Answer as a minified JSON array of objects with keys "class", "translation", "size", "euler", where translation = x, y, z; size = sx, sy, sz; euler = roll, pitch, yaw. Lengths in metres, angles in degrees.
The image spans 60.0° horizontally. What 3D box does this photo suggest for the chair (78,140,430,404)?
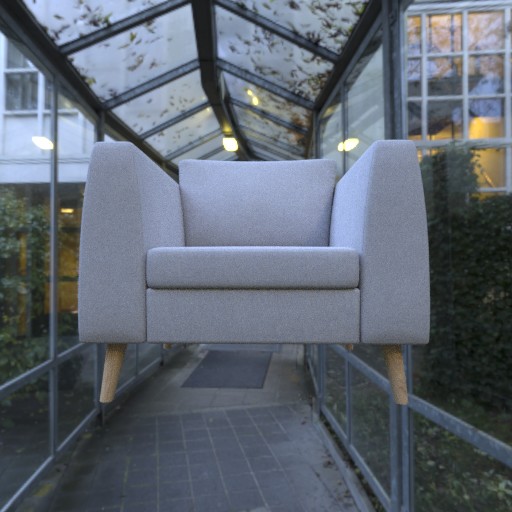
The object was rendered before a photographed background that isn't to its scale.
[{"class":"chair","translation":[0.000,0.000,1.693],"size":[1.000,0.860,0.930],"euler":[0,-1,1]}]
